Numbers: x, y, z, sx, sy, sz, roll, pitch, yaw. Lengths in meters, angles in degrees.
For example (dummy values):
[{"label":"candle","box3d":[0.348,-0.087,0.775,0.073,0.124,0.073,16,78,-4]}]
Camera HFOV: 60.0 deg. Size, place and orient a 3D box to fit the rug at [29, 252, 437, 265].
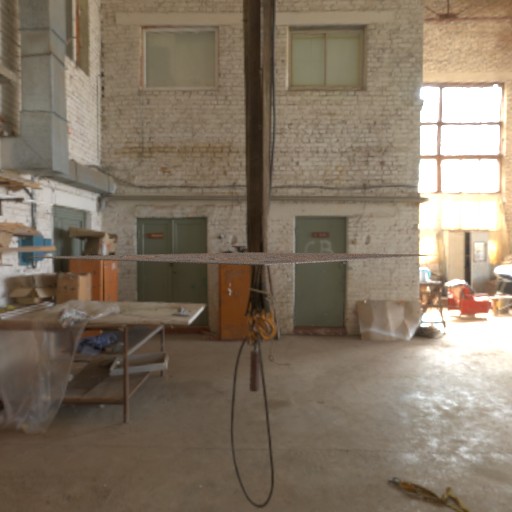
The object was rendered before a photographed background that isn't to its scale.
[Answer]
[{"label":"rug","box3d":[0.000,0.000,4.137,2.425,0.008,3.035,1,2,37]}]
